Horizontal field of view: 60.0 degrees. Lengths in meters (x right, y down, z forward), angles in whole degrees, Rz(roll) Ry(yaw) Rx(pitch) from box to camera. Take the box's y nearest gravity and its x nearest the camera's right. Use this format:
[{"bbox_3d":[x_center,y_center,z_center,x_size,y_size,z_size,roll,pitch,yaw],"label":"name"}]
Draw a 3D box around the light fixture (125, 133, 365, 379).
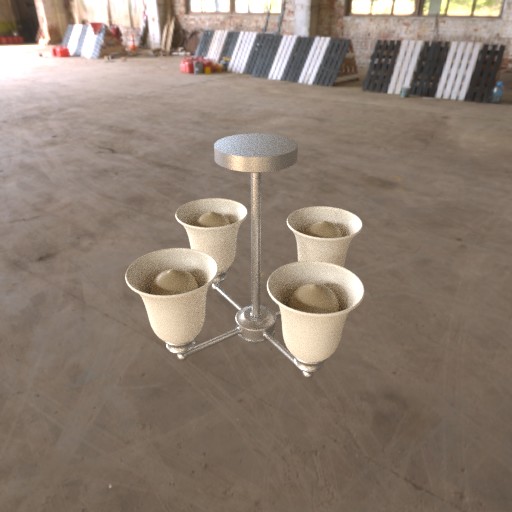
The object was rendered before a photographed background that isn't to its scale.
[{"bbox_3d":[0.000,0.000,0.729,0.427,0.370,0.427,-19,35,-29],"label":"light fixture"}]
